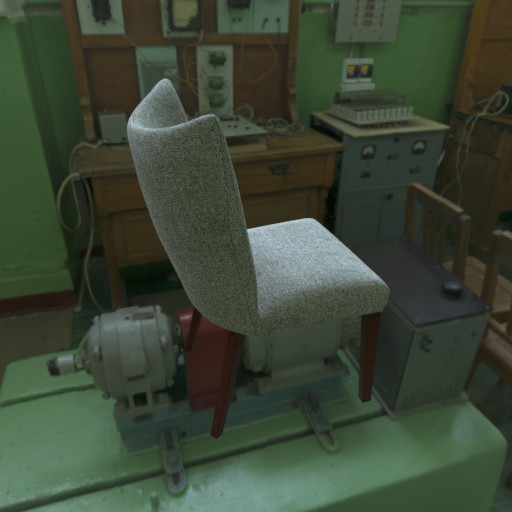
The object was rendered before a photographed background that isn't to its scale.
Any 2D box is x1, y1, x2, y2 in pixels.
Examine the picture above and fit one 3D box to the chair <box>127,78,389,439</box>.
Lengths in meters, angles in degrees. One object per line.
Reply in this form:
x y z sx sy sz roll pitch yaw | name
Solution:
0.000 0.000 1.292 0.623 0.924 0.535 -10 31 -17 | chair
